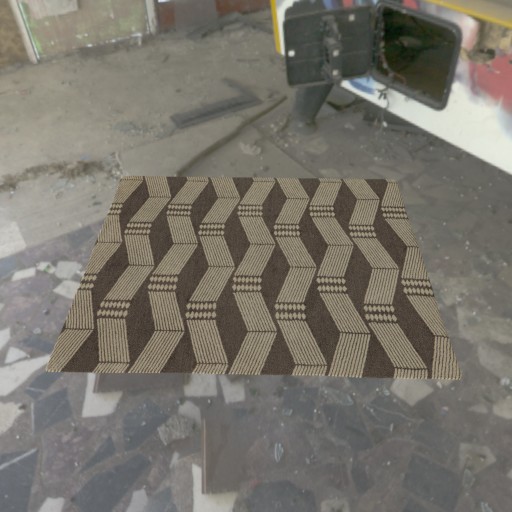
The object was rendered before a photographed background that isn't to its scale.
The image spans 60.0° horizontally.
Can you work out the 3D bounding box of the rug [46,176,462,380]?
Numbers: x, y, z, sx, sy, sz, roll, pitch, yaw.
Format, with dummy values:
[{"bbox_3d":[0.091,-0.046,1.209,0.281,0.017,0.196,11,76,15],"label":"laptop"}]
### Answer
[{"bbox_3d":[0.000,0.000,4.075,3.048,0.016,2.438,1,46,1],"label":"rug"}]
